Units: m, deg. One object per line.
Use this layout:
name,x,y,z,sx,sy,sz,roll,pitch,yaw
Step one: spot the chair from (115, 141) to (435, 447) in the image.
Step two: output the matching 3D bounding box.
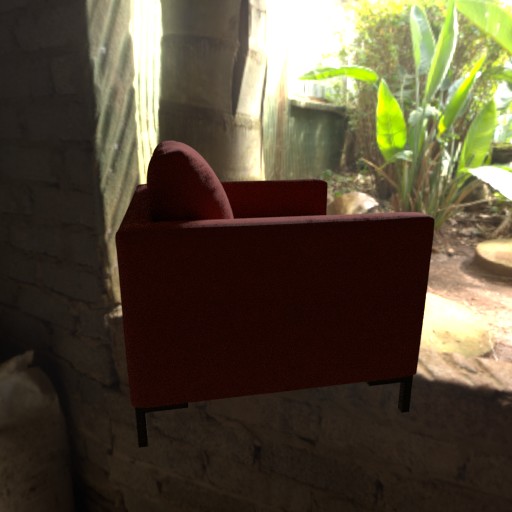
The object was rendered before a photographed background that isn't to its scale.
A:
chair,0.000,0.000,1.628,0.875,0.812,0.964,-3,16,-11
